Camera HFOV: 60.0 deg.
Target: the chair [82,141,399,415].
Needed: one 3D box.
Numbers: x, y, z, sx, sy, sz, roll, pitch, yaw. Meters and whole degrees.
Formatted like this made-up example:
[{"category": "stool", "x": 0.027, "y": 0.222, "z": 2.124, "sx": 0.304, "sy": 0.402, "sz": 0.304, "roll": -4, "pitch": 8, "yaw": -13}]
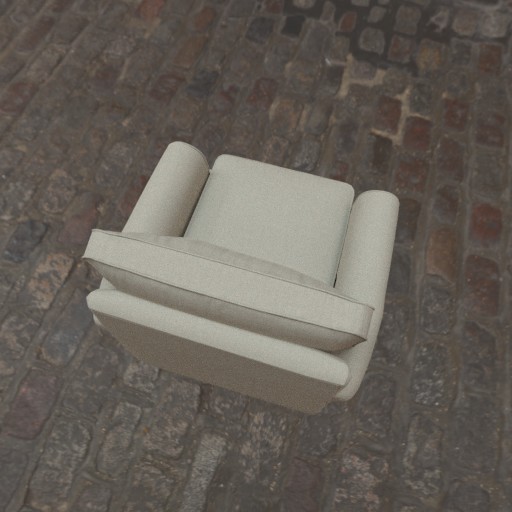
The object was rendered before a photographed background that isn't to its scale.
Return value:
[{"category": "chair", "x": 0.000, "y": 0.000, "z": 1.788, "sx": 1.029, "sy": 0.967, "sz": 0.966, "roll": 15, "pitch": 65, "yaw": 7}]
